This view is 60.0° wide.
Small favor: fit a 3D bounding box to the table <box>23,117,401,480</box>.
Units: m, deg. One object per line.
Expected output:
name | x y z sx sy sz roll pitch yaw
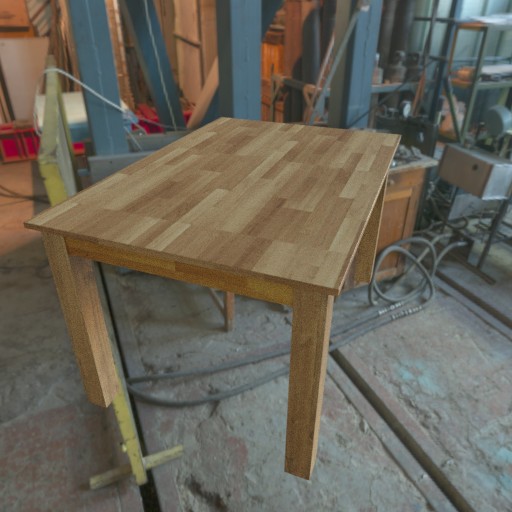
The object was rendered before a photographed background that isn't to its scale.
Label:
table | 0.000 0.000 1.818 0.900 0.750 1.300 11 33 18
